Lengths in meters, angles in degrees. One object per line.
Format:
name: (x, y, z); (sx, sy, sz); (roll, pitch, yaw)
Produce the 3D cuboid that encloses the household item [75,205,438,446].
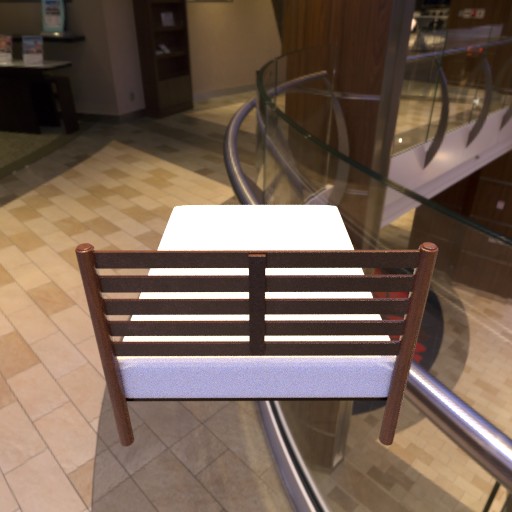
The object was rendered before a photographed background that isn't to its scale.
household item: (0.000, 0.000, 3.295); (1.663, 1.356, 2.232); (0, 30, 0)
